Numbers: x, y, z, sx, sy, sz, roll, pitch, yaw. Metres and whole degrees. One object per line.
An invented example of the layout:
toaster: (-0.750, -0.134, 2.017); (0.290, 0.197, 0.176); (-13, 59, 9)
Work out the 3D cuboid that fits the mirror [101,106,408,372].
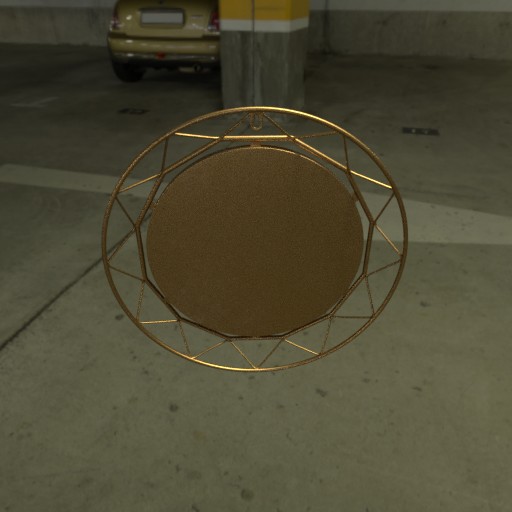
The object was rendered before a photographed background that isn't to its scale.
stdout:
mirror: (0.000, 0.000, 0.681); (0.454, 0.454, 0.043); (-1, 31, -2)
